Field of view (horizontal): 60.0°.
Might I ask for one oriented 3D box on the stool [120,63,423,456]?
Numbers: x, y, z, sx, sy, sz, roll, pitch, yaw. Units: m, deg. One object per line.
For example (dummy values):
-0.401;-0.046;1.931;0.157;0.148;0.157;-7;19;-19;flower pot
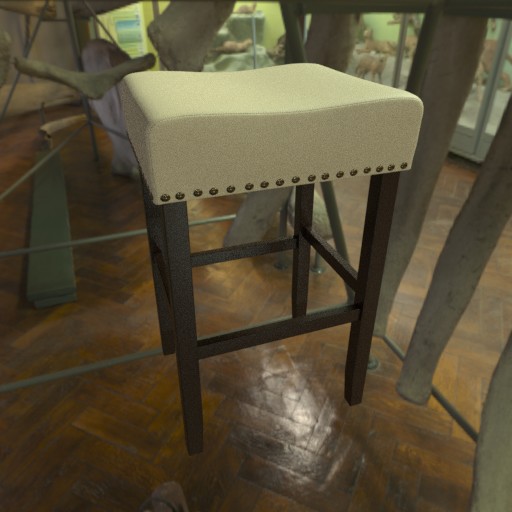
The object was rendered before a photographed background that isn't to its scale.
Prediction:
0.000;0.000;1.020;0.471;0.762;0.401;-10;33;-17;stool
